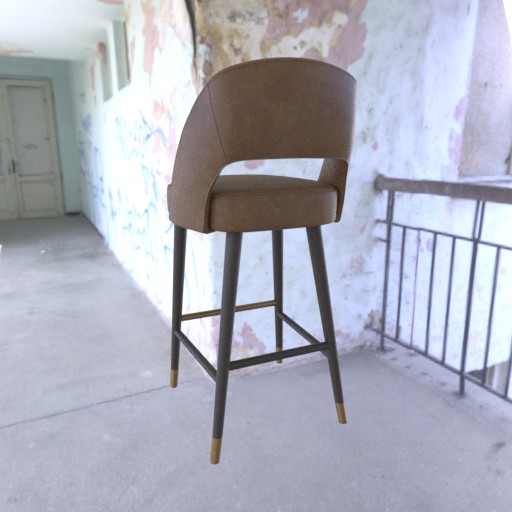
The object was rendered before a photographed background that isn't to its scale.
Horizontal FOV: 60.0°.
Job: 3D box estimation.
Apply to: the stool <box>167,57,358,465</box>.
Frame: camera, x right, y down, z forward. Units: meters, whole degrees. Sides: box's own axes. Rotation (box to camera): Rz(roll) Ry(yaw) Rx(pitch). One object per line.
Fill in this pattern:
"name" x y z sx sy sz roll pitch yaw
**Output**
"stool" 0.000 0.000 1.343 0.494 1.037 0.509 -7 16 -24
